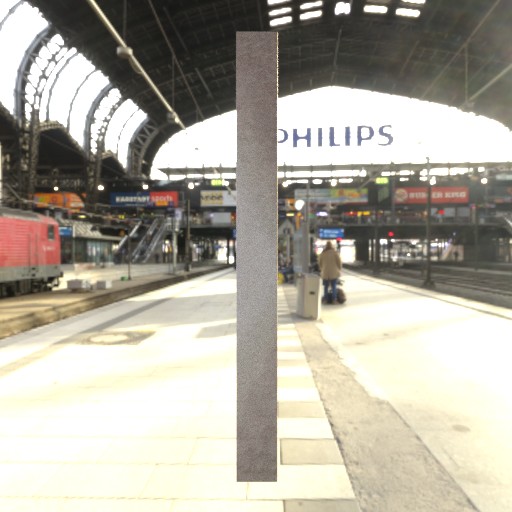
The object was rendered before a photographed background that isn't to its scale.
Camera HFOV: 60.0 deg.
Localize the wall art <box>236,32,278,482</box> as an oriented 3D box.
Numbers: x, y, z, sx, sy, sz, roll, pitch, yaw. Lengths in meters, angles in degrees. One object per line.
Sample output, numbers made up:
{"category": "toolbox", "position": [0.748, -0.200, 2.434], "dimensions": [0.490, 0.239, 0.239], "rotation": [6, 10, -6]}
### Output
{"category": "wall art", "position": [0.000, 0.000, 0.450], "dimensions": [0.028, 0.303, 0.303], "rotation": [0, 0, 0]}
